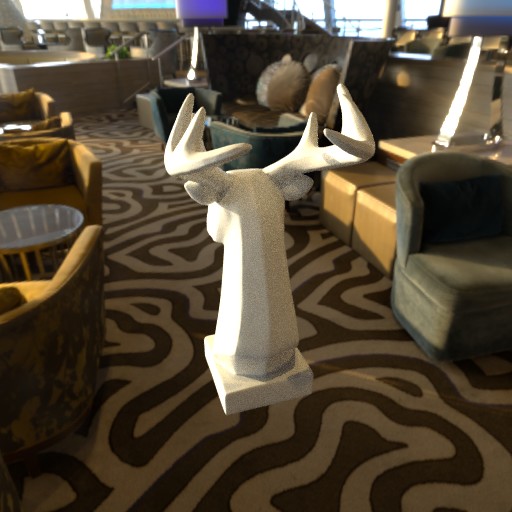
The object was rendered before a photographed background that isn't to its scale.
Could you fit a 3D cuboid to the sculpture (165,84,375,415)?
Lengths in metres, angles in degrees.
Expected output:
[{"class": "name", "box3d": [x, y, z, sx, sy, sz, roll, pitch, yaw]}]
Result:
[{"class": "sculpture", "box3d": [0.000, 0.000, 0.457, 0.174, 0.329, 0.224, -9, 29, -16]}]
